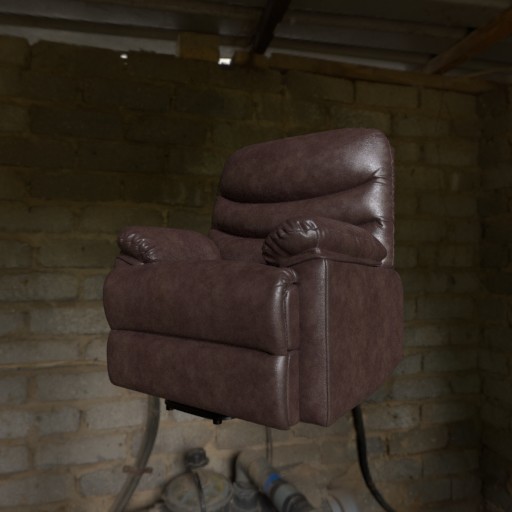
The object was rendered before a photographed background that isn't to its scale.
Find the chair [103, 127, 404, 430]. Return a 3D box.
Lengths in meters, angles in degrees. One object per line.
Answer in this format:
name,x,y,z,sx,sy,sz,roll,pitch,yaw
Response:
chair,0.000,0.000,1.713,0.940,1.041,0.879,0,0,36
